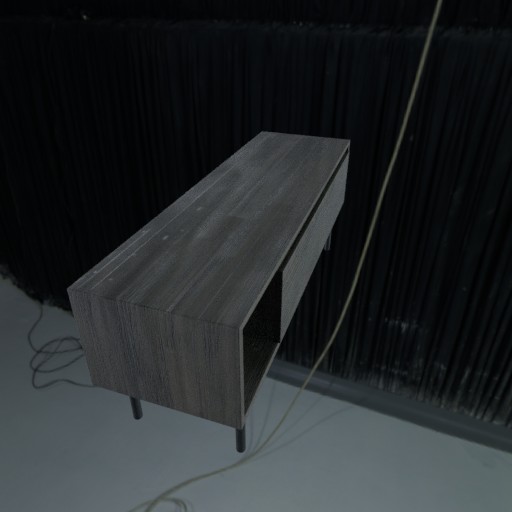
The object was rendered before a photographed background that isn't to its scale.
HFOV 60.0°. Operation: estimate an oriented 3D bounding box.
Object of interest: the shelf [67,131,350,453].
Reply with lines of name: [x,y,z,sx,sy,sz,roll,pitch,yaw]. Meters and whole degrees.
shelf: [0.000,0.000,1.542,0.400,0.495,1.300,10,33,17]
